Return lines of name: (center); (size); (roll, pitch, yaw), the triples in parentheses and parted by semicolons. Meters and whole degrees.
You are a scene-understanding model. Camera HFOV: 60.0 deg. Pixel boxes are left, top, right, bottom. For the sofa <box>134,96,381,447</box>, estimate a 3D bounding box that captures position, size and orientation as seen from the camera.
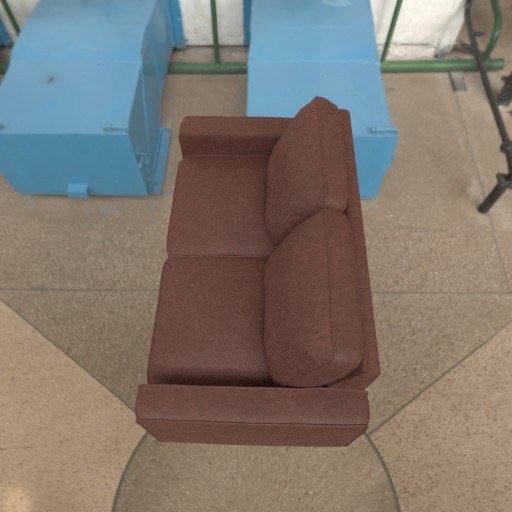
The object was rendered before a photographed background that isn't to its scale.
sofa: (0.000, 0.000, 2.259); (0.947, 0.918, 1.709); (1, 59, 1)
